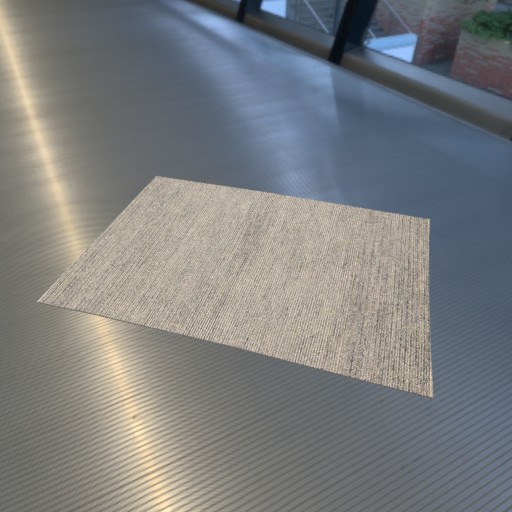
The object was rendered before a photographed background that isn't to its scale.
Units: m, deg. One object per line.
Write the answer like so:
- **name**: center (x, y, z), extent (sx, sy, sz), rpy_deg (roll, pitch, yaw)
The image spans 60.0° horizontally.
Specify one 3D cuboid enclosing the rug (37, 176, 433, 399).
- **rug**: center (0.000, 0.000, 3.028), extent (2.307, 0.030, 1.604), rpy_deg (11, 41, 13)
